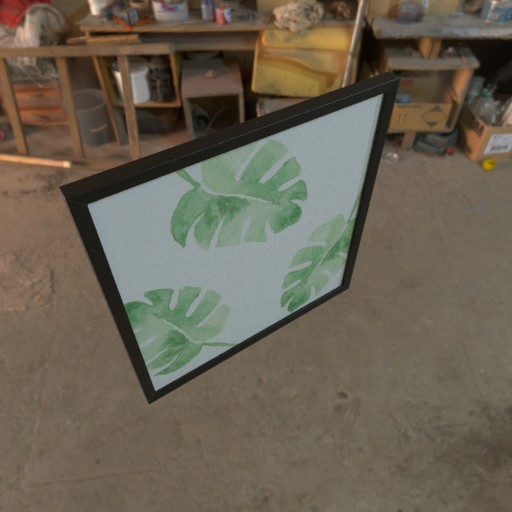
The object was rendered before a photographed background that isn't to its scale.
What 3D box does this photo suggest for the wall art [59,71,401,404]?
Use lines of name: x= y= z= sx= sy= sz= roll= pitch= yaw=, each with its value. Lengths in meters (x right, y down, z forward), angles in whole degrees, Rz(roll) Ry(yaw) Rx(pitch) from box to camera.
wall art: x=0.000 y=0.000 z=1.150 sx=0.765 sy=0.765 sz=0.038 roll=-26 pitch=52 yaw=-22
